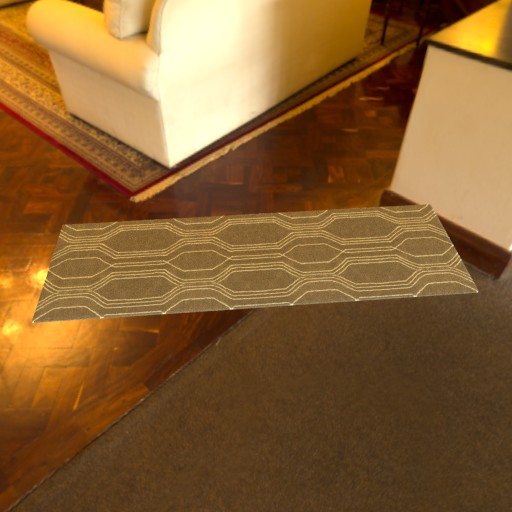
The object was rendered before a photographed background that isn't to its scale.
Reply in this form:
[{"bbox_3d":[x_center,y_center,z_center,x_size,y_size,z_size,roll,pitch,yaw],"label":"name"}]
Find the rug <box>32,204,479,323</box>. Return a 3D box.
[{"bbox_3d":[0.000,0.000,2.696,2.464,0.012,0.773,-4,46,-3],"label":"rug"}]
